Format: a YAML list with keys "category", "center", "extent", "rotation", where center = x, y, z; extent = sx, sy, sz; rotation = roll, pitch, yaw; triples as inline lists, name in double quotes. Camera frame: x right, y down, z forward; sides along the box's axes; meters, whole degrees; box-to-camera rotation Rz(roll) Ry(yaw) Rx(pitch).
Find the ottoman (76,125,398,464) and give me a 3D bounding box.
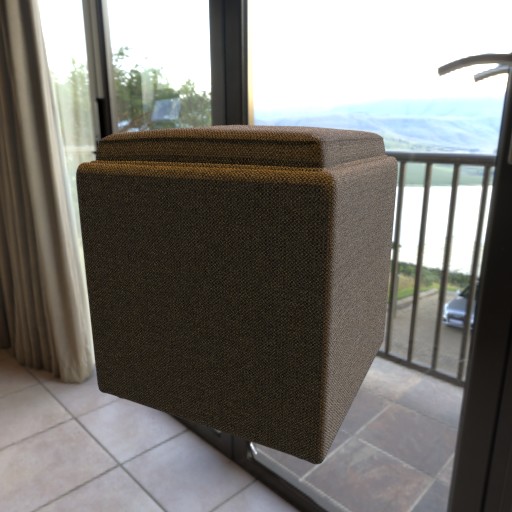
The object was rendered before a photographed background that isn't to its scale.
- category: "ottoman"
  center: [0.000, 0.000, 0.858]
  extent: [0.436, 0.487, 0.454]
  rotation: [8, 17, 26]
